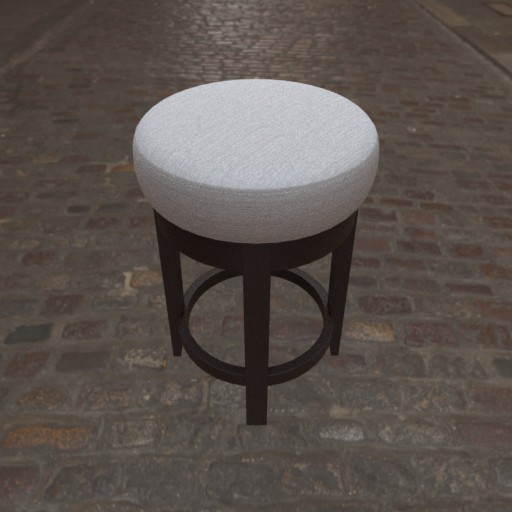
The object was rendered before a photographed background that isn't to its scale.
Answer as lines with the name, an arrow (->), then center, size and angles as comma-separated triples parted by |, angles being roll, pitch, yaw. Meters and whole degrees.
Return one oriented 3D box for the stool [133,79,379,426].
stool -> 0.000, 0.000, 0.988 | 0.443, 0.672, 0.443 | 0, 41, 0
